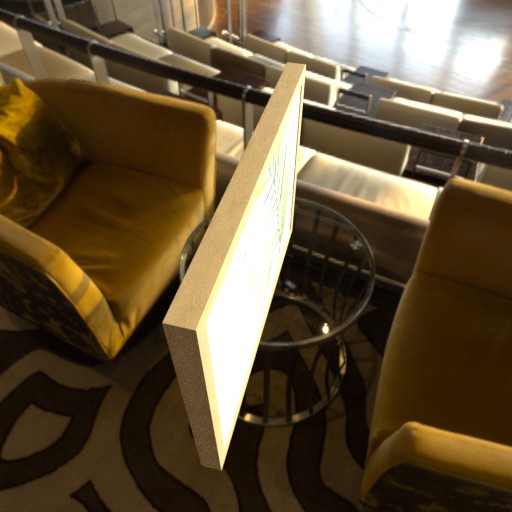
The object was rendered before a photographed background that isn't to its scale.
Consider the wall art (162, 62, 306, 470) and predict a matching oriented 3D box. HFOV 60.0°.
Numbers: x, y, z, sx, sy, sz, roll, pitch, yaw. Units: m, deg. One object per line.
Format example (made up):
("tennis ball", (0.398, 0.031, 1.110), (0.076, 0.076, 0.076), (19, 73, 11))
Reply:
("wall art", (0.000, 0.000, 0.699), (0.032, 0.380, 0.532), (11, 48, 10))
